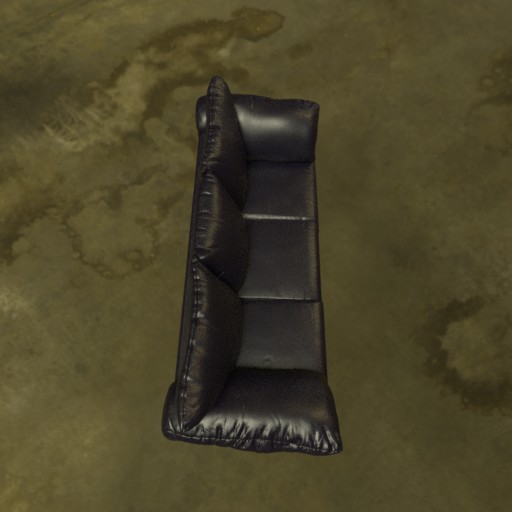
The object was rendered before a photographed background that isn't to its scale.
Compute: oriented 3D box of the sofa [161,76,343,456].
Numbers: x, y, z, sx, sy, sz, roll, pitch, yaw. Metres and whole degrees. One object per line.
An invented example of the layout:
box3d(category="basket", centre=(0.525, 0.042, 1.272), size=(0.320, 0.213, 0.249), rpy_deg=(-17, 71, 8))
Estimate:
box3d(category="sofa", centre=(0.000, 0.000, 2.832), size=(0.880, 1.073, 2.336), rpy_deg=(1, 63, 1))
